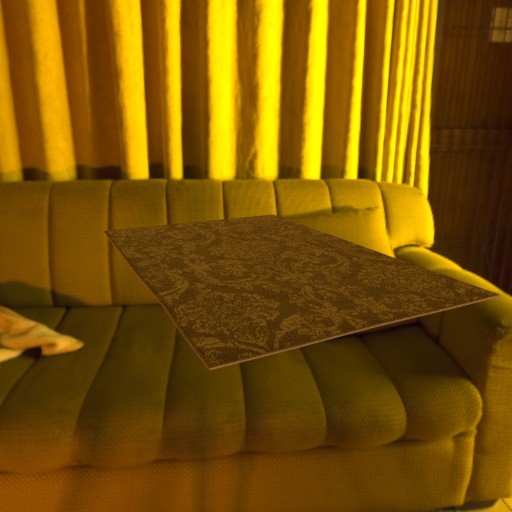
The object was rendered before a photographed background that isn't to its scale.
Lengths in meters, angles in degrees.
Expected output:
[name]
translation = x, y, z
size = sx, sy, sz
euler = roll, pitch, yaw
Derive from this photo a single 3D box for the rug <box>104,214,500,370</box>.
[rug]
translation = 0.000, 0.000, 2.240
size = 1.206, 0.012, 1.824
euler = -8, 18, -26
